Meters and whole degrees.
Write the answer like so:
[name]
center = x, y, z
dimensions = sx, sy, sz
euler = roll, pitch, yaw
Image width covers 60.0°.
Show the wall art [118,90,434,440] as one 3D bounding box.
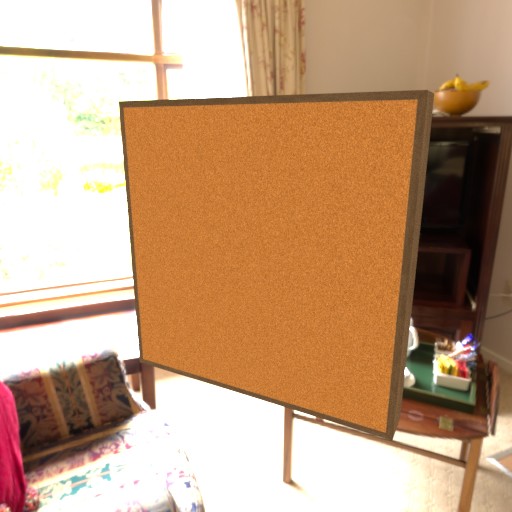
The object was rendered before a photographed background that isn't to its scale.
[wall art]
center = 0.000, 0.000, 0.448
dimensions = 0.303, 0.302, 0.038
euler = 8, 18, 27
